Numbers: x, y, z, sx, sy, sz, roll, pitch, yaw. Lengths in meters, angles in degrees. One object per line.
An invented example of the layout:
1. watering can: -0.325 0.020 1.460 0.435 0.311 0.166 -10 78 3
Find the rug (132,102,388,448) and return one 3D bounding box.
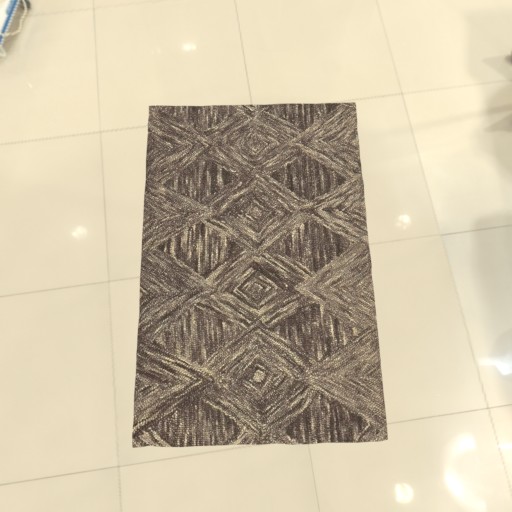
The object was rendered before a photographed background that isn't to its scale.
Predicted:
1. rug: 0.000 0.000 2.291 1.186 0.012 1.814 -1 74 0
